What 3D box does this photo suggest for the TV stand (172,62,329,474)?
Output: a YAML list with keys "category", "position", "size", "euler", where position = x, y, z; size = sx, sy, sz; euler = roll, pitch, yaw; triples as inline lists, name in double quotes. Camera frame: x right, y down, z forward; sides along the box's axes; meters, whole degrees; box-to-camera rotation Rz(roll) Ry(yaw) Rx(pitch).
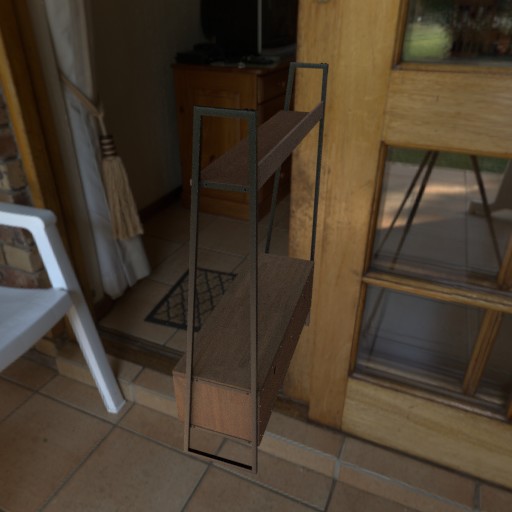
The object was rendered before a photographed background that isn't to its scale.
- category: "TV stand"
  position: [0.000, 0.000, 2.351]
  size: [0.432, 1.772, 1.250]
  euler: [9, 31, 16]
